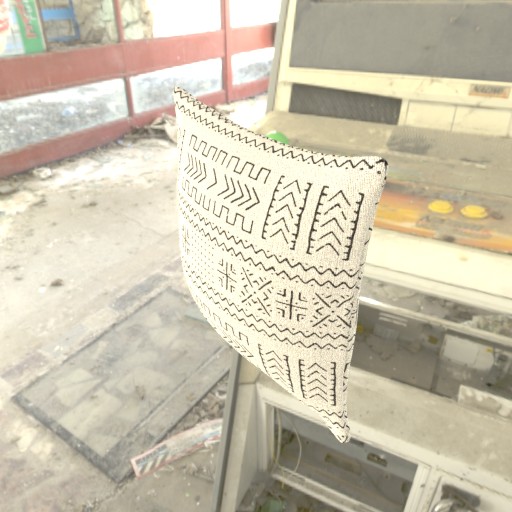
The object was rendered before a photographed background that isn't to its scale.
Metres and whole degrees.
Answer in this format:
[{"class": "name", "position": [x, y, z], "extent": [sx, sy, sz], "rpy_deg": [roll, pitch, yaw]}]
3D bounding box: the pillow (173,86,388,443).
[{"class": "pillow", "position": [0.000, 0.000, 0.676], "extent": [0.164, 0.430, 0.438], "rpy_deg": [-21, 37, -31]}]
